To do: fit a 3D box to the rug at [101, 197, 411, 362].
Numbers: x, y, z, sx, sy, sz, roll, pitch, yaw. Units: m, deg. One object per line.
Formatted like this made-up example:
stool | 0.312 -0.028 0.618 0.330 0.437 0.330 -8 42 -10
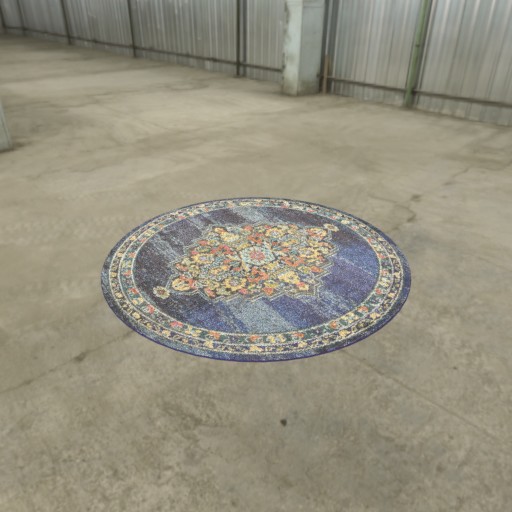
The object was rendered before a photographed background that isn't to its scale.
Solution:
rug | 0.000 0.000 3.558 2.386 0.014 2.386 0 30 0
